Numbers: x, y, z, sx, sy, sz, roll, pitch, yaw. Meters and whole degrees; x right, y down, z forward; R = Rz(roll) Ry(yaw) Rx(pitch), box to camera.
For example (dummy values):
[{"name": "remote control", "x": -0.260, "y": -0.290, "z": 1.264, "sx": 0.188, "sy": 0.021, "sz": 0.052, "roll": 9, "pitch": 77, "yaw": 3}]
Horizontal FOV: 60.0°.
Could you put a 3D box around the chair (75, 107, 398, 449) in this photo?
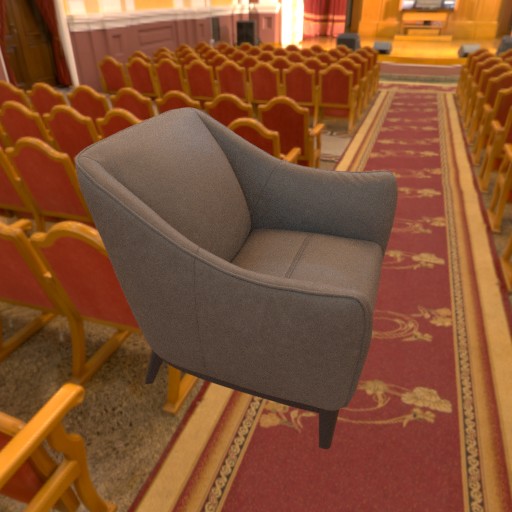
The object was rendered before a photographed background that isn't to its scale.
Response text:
[{"name": "chair", "x": 0.000, "y": 0.000, "z": 1.523, "sx": 0.852, "sy": 0.830, "sz": 0.871, "roll": 10, "pitch": 32, "yaw": 17}]
